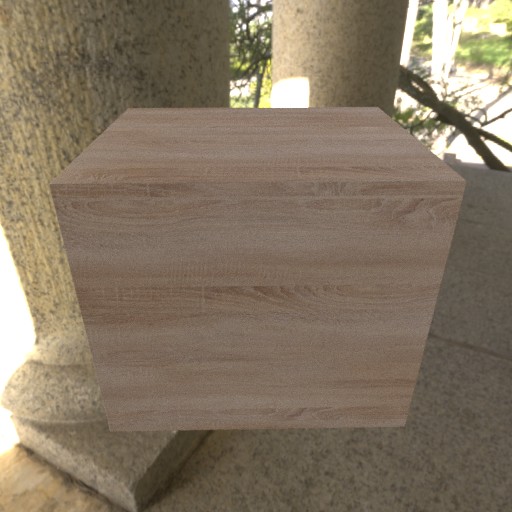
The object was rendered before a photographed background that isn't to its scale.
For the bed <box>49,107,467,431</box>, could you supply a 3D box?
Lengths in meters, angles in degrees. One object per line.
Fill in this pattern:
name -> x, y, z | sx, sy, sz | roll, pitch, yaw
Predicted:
bed -> 0.000, 0.000, 0.765 | 0.460, 0.420, 0.401 | -1, 30, -1
